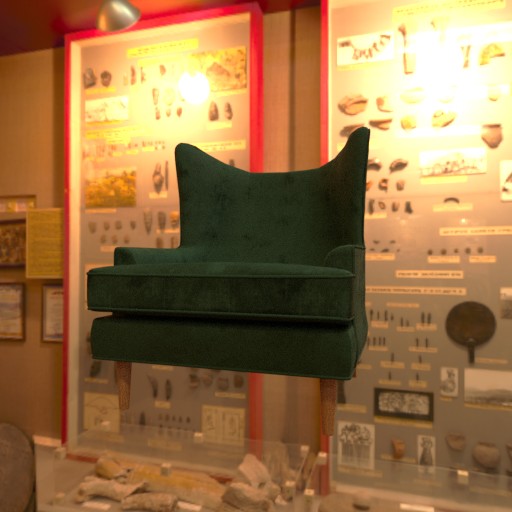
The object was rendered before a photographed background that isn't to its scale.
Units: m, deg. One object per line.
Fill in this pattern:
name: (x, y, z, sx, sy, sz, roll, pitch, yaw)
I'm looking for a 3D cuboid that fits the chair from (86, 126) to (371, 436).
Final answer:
chair: (0.000, 0.000, 1.611, 0.793, 0.952, 0.910, 0, 0, 18)
